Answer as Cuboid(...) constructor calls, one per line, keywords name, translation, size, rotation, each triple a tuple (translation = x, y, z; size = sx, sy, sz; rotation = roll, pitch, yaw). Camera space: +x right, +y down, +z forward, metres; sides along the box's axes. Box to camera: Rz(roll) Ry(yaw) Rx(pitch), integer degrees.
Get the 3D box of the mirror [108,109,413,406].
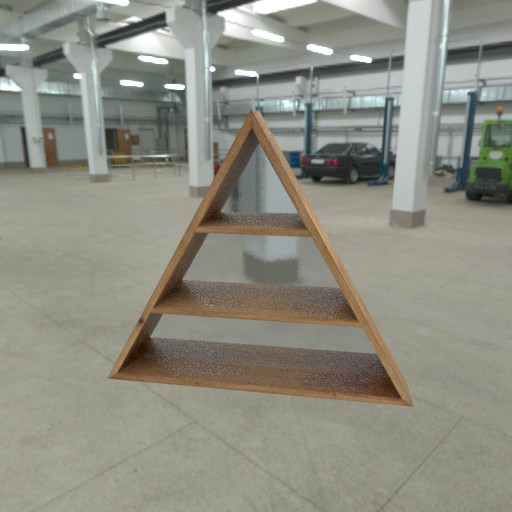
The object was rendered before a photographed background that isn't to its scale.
Cuboid(name="mirror", translation=(0.000, 0.000, 0.877), size=(0.631, 0.548, 0.100), rotation=(2, 15, 9))
